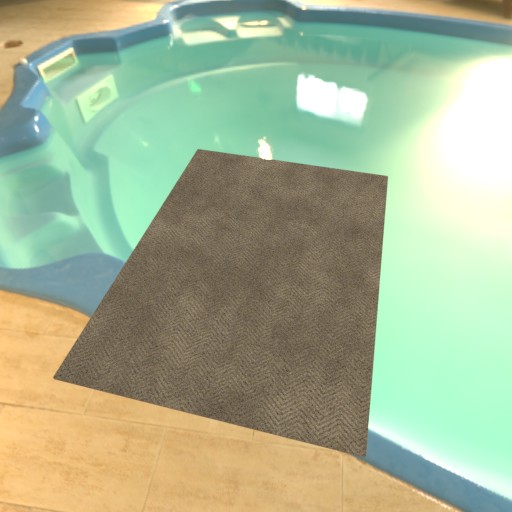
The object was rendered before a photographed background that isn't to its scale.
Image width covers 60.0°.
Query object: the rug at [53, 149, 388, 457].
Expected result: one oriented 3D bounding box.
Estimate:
[{"bbox_3d":[0.000,0.000,2.908,1.600,0.008,2.235,10,47,10],"label":"rug"}]
